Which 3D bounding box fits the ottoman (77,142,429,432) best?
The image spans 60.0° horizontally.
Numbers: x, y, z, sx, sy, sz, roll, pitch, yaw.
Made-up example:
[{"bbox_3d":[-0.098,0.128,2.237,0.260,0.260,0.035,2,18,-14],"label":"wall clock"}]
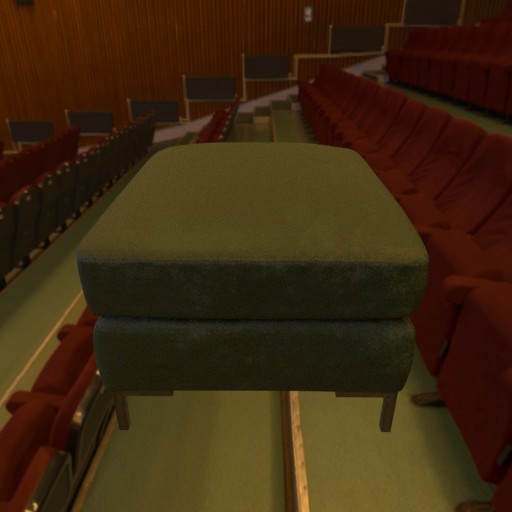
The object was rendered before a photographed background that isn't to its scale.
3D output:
[{"bbox_3d":[0.000,0.000,1.299,0.701,0.538,0.839,0,27,0],"label":"ottoman"}]
